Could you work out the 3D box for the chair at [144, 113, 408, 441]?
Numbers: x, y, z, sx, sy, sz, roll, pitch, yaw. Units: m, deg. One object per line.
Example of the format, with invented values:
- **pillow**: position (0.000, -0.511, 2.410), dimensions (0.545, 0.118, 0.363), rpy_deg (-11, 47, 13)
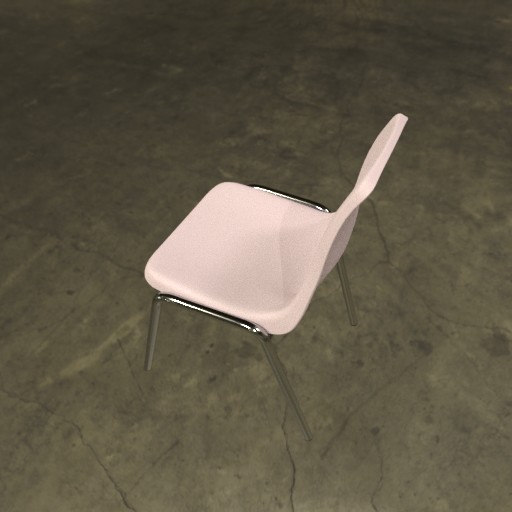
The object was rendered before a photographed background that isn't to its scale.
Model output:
- **chair**: position (0.000, 0.000, 0.907), dimensions (0.436, 0.653, 0.381), rpy_deg (19, 49, 18)
